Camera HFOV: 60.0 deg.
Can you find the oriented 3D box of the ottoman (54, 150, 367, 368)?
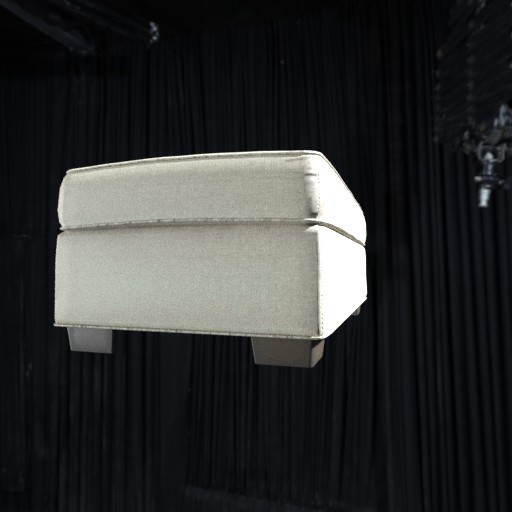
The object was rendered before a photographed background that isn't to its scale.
[{"bbox_3d":[0.000,0.000,1.418,0.617,0.448,1.097,0,-1,18],"label":"ottoman"}]
